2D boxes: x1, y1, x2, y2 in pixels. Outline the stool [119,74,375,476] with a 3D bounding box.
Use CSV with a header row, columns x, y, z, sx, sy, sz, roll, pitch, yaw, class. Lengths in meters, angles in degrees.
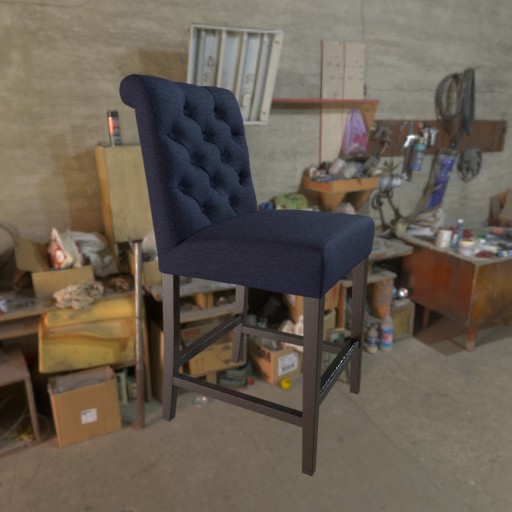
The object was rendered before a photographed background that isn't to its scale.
x,y,z,sx,sy,sz,roll,pitch,yaw,class
0.000,0.000,1.338,0.601,1.010,0.493,8,17,27,stool
